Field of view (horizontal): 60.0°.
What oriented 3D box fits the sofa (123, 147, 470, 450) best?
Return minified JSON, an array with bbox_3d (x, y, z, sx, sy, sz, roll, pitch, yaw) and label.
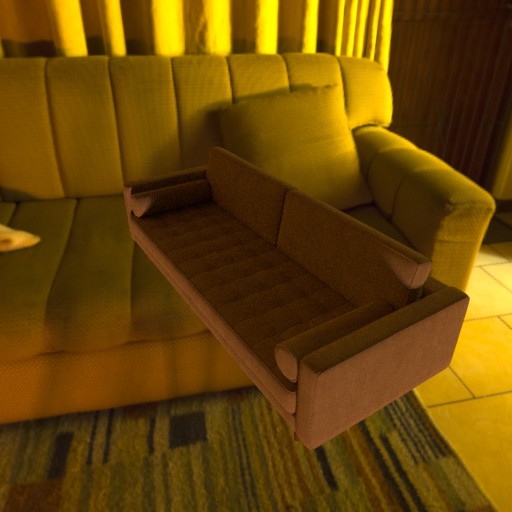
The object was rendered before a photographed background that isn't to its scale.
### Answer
[{"bbox_3d":[0.000,0.000,2.659,0.919,0.770,2.200,-18,35,-27],"label":"sofa"}]
